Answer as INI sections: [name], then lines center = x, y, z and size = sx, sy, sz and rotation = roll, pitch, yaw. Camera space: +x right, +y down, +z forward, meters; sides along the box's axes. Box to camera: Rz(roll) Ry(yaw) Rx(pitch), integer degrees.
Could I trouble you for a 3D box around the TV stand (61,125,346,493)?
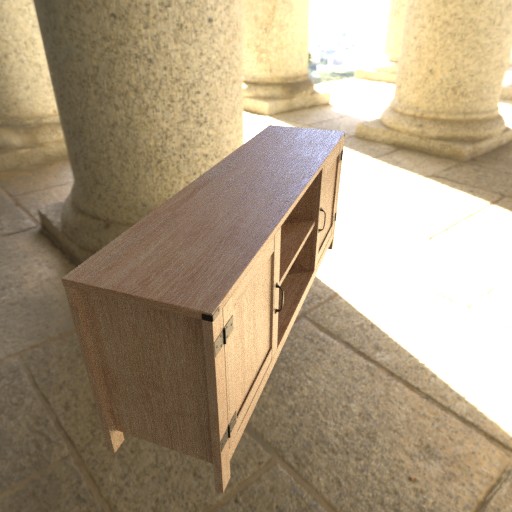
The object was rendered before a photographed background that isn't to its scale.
[TV stand]
center = 0.000, 0.000, 1.686
size = 0.398, 0.610, 1.466
rotation = 11, 32, 17
